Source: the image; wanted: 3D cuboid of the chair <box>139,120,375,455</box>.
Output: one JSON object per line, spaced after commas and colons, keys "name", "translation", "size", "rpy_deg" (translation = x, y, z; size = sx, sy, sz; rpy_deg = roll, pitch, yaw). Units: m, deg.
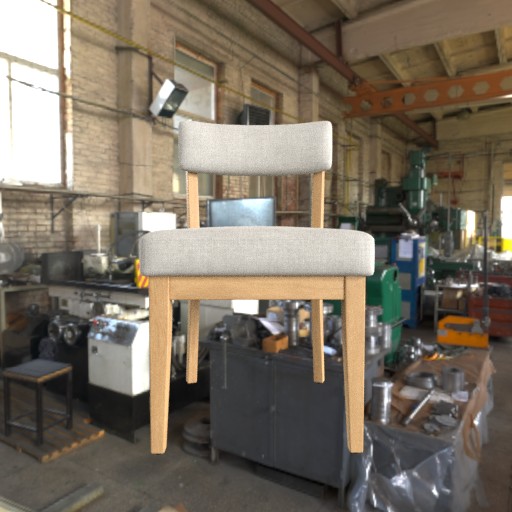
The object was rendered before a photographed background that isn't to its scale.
{"name": "chair", "translation": [0.000, 0.000, 1.204], "size": [0.508, 0.832, 0.572], "rpy_deg": [0, 3, -1]}
